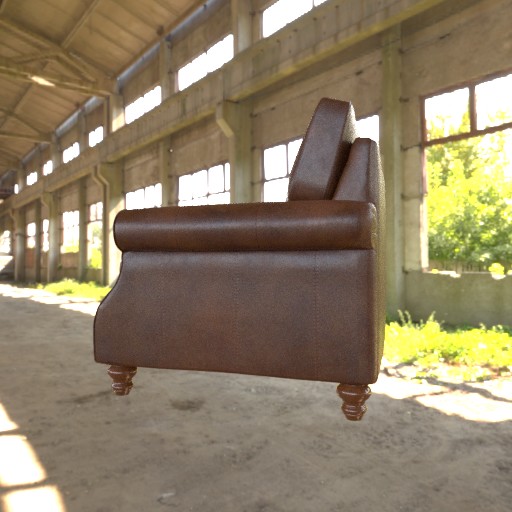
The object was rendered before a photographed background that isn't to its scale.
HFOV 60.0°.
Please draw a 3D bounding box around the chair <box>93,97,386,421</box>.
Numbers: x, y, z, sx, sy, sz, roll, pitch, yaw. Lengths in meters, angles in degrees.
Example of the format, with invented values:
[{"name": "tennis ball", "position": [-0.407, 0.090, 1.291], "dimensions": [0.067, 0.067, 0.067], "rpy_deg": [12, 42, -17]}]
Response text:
[{"name": "chair", "position": [0.000, 0.000, 1.783], "dimensions": [0.992, 0.972, 0.989], "rpy_deg": [0, -1, 18]}]
